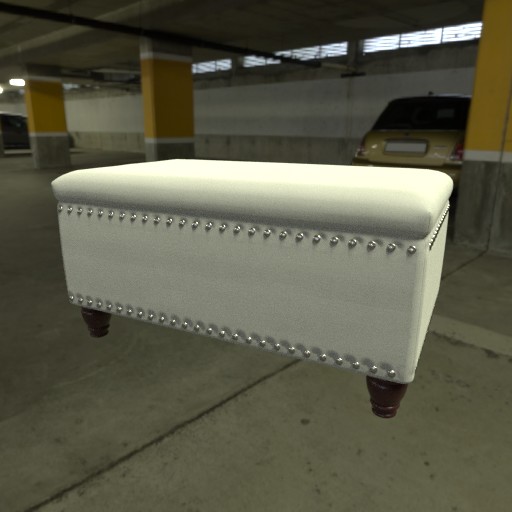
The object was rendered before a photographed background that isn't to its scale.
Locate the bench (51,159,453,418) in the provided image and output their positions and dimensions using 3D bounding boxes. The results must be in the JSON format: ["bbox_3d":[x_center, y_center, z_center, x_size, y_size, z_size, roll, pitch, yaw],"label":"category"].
[{"bbox_3d":[0.000,0.000,1.166,0.887,0.449,0.500,8,18,25],"label":"bench"}]
